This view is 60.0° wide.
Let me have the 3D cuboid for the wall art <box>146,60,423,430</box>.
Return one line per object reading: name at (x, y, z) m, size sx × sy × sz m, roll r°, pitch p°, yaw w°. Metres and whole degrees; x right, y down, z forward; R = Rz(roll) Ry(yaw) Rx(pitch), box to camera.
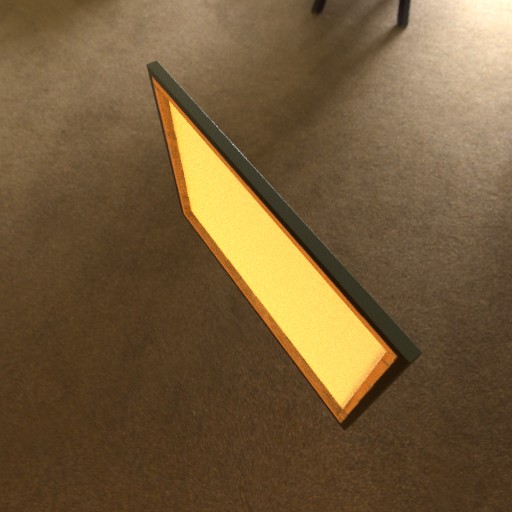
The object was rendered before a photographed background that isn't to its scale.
wall art at (0.000, 0.000, 0.846) m, size 0.022 × 0.446 × 0.659 m, roll -31°, pitch 64°, yaw -17°
